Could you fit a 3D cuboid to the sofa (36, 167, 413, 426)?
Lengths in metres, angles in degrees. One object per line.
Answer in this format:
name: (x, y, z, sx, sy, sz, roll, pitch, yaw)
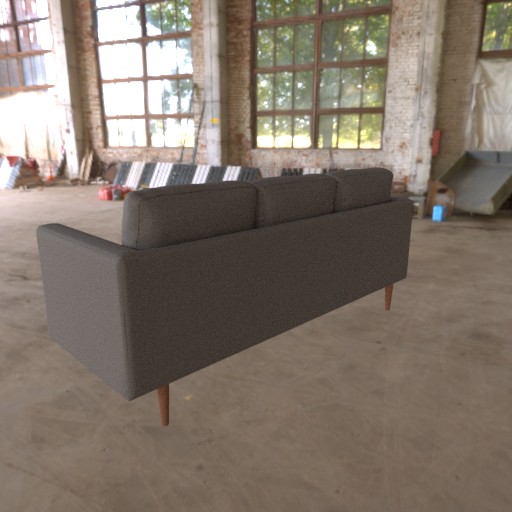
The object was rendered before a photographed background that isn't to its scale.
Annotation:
sofa: (0.000, 0.000, 2.447, 2.029, 0.912, 0.802, -14, 21, -43)
